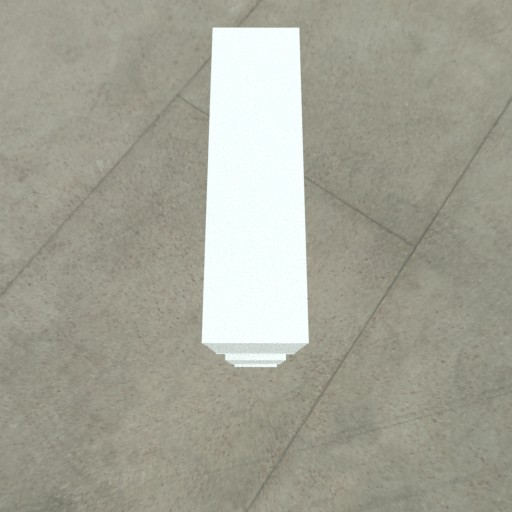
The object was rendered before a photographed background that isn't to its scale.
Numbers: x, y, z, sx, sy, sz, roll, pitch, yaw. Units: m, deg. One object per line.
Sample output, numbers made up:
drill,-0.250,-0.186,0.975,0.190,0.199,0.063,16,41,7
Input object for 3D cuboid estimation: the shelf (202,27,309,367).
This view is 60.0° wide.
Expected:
shelf,0.000,0.000,1.941,0.250,1.650,0.890,0,74,0
